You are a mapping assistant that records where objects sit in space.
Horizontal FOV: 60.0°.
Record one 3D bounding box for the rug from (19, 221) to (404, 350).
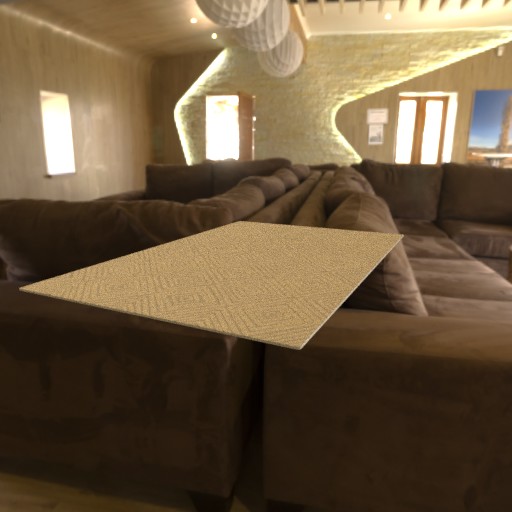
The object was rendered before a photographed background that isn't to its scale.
[{"bbox_3d":[0.000,0.000,2.199,1.143,0.008,1.753,7,15,26],"label":"rug"}]
